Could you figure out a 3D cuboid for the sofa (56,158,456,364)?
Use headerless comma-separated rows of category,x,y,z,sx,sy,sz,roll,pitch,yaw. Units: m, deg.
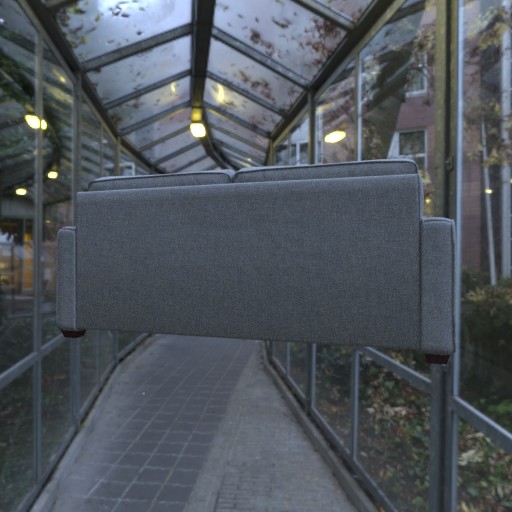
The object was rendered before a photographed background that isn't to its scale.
sofa,0.000,0.000,2.589,2.078,0.918,0.945,0,0,18
